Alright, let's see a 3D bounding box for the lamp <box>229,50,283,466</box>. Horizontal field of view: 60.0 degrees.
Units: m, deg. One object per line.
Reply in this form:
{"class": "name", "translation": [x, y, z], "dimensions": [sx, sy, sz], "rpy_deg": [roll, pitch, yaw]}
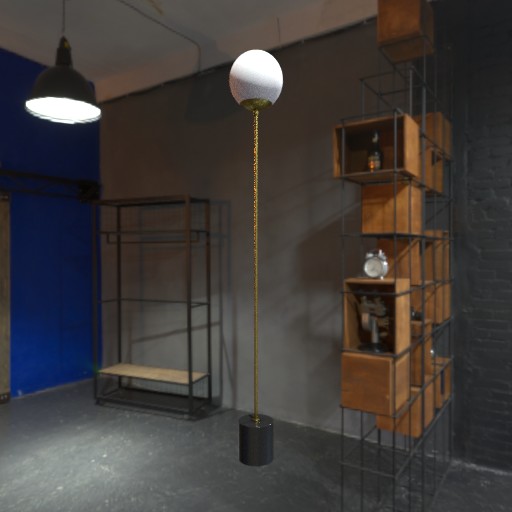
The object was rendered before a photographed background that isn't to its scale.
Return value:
{"class": "lamp", "translation": [0.000, 0.000, 1.910], "dimensions": [0.229, 1.748, 0.229], "rpy_deg": [0, 0, 36]}
